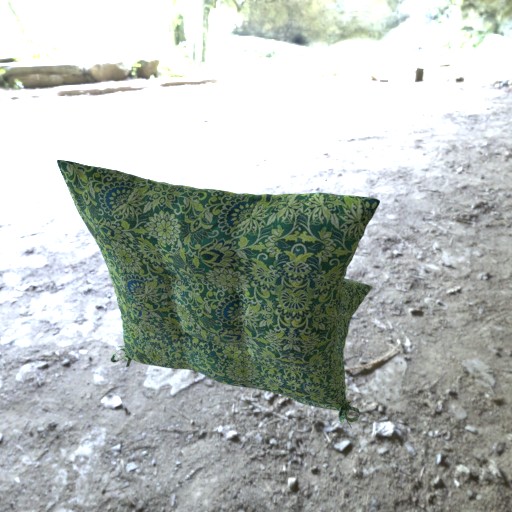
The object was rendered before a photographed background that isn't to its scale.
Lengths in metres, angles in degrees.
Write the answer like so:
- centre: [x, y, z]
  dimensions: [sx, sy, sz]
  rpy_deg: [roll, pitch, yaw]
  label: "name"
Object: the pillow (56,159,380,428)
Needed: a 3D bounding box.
- centre: [0.000, 0.000, 0.970]
  dimensions: [0.541, 0.536, 0.585]
  rpy_deg: [10, 32, 16]
  label: "pillow"
